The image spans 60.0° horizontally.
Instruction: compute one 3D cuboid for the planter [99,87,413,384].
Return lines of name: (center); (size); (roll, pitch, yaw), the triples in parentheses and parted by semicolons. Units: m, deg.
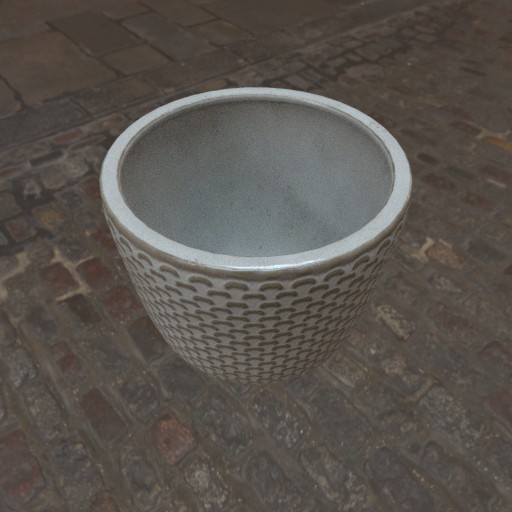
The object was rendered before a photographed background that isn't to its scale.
planter: (0.000, 0.000, 0.304); (0.173, 0.160, 0.173); (0, 47, 0)
